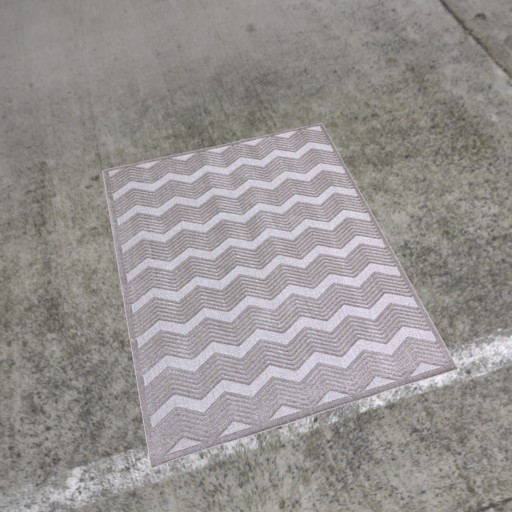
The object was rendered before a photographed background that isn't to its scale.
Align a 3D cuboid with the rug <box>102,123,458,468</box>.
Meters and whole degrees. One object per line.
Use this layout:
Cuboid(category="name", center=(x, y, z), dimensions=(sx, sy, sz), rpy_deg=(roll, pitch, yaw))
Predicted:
Cuboid(category="rug", center=(0.000, 0.000, 3.962), dimensions=(2.391, 0.005, 2.880), rpy_deg=(-15, 59, -9))
